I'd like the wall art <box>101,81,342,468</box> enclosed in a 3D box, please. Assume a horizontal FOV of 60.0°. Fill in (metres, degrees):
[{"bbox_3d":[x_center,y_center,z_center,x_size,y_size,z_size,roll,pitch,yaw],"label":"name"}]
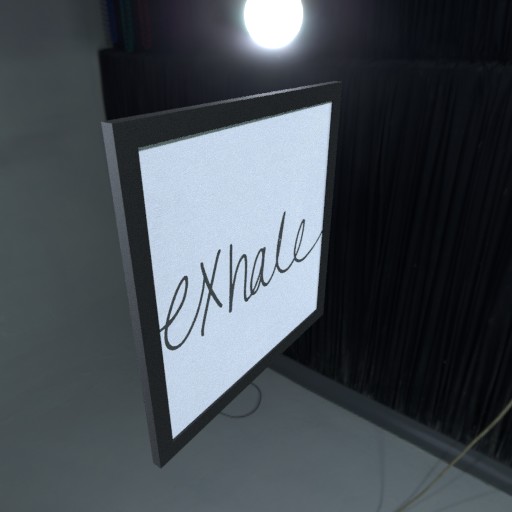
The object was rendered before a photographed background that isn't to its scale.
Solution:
[{"bbox_3d":[0.000,0.000,0.521,0.012,0.357,0.358,18,32,32],"label":"wall art"}]
